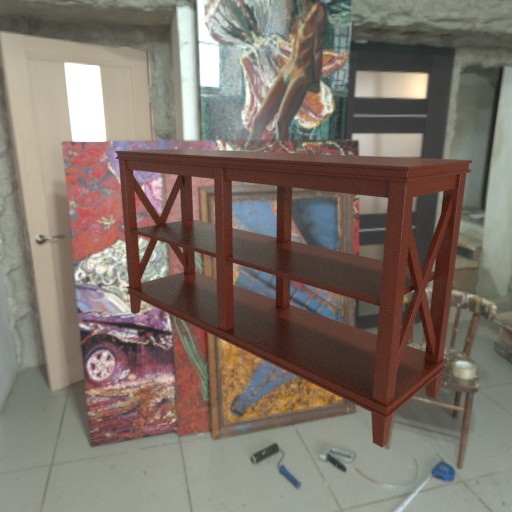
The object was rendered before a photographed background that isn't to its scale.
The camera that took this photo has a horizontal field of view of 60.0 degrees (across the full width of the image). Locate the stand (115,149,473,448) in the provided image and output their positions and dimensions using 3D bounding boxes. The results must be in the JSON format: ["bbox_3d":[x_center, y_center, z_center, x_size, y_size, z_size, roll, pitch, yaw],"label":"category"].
[{"bbox_3d":[0.000,0.000,1.705,0.381,0.762,1.372,-15,21,-43],"label":"stand"}]
